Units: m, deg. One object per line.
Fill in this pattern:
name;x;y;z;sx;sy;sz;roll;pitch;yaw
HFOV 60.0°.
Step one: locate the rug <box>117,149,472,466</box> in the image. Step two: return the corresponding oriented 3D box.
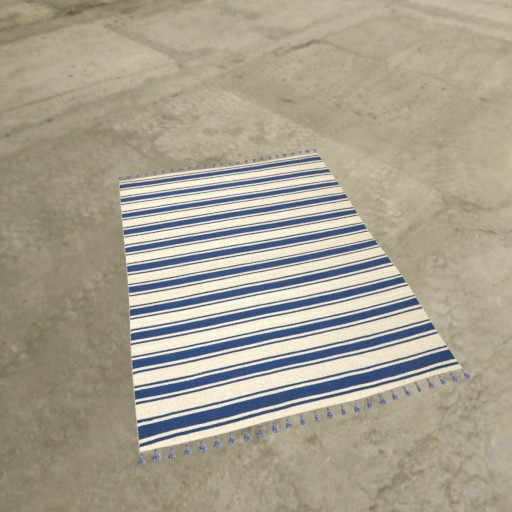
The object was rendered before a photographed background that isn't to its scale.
rug;0.000;0.000;4.256;2.471;0.016;3.416;-10;45;-10
